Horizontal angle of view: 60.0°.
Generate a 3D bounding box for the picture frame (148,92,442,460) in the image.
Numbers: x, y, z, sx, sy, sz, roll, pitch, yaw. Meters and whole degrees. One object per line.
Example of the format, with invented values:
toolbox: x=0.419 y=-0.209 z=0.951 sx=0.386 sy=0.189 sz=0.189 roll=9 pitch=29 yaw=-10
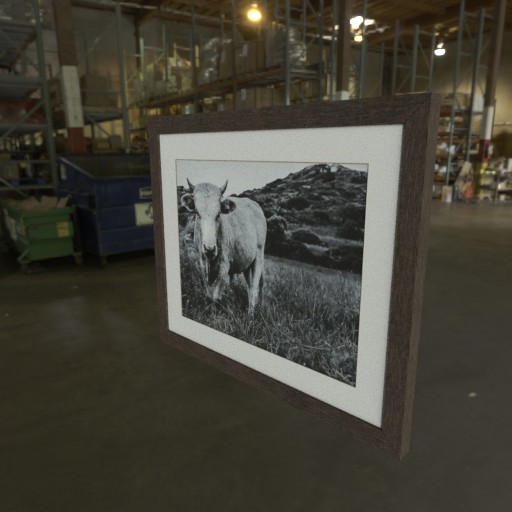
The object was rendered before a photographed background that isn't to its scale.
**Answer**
picture frame: x=0.000 y=0.000 z=0.719 sx=0.546 sy=0.455 sz=0.026 roll=13 pitch=18 yaw=42
